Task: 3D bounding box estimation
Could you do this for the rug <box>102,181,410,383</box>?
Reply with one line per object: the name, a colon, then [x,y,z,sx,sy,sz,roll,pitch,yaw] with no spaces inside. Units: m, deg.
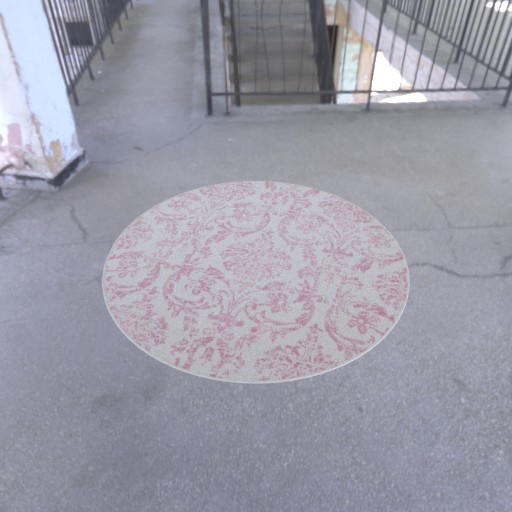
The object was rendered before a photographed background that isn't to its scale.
rug: [0.000,0.000,2.378,1.593,0.012,1.593,0,39,0]
